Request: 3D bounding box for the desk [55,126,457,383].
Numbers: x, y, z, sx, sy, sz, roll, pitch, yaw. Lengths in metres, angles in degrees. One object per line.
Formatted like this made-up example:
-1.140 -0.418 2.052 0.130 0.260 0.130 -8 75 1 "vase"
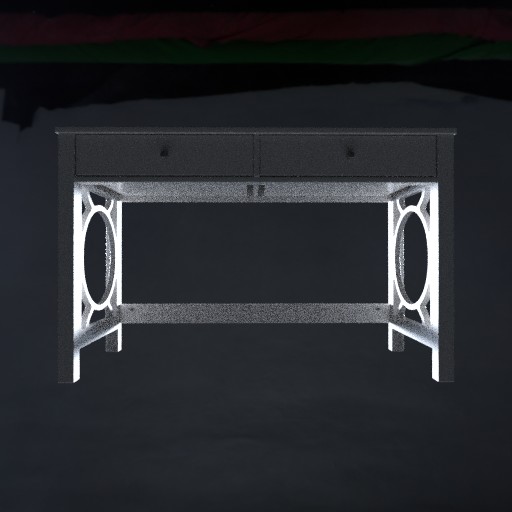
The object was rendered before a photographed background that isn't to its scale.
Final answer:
0.000 0.000 1.551 1.191 0.762 0.504 0 0 -1 "desk"
